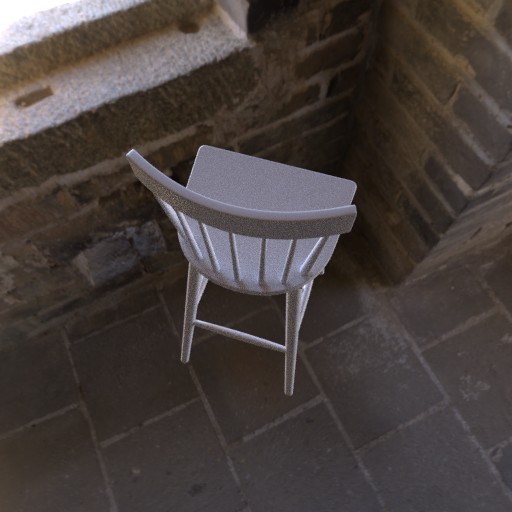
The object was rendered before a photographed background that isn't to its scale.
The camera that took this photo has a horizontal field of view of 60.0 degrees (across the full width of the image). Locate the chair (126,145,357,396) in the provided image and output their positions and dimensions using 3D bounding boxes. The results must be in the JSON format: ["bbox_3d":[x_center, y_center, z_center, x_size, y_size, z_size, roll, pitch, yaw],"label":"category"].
[{"bbox_3d":[0.000,0.000,1.401,0.483,1.092,0.572,15,64,8],"label":"chair"}]
